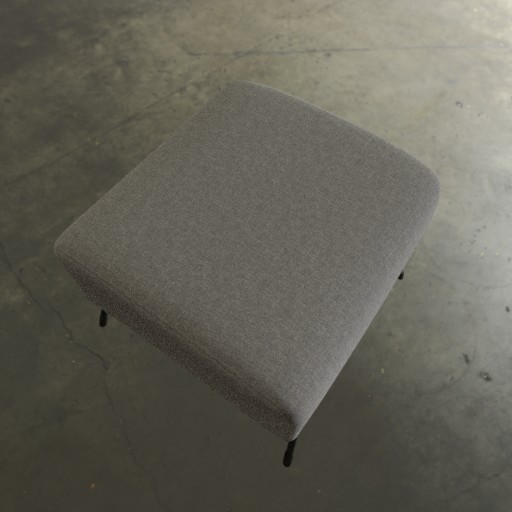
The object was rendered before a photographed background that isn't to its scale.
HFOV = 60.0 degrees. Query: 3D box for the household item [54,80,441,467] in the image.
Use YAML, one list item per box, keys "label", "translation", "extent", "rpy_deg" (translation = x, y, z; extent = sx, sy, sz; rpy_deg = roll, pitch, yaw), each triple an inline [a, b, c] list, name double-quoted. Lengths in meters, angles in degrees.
- label: "household item"
  translation: [0.000, 0.000, 0.889]
  extent: [0.530, 0.410, 0.530]
  rpy_deg: [31, 64, 17]
